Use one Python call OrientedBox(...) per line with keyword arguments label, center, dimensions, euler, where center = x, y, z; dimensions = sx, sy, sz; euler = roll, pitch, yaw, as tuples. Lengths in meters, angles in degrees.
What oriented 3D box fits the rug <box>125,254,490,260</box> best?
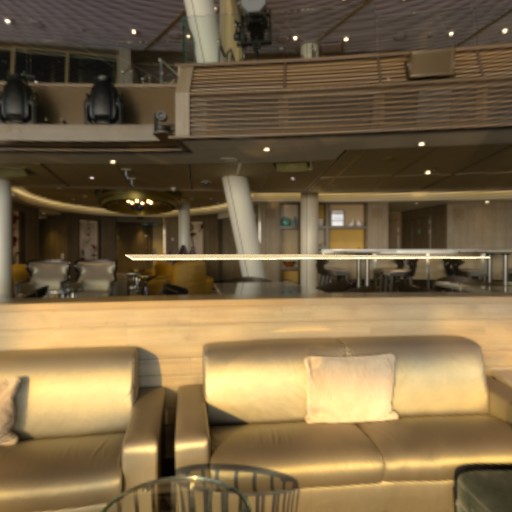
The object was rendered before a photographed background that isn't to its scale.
OrientedBox(label="rug", center=(0.000, 0.000, 4.378), dimensions=(2.438, 0.013, 3.353), euler=(0, 1, -17))
